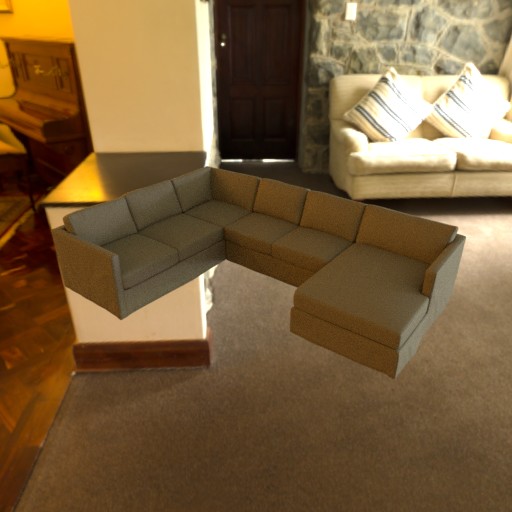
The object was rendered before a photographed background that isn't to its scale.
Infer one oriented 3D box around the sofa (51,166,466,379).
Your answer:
[{"bbox_3d":[0.000,0.000,4.566,3.460,0.882,2.427,20,34,32],"label":"sofa"}]
